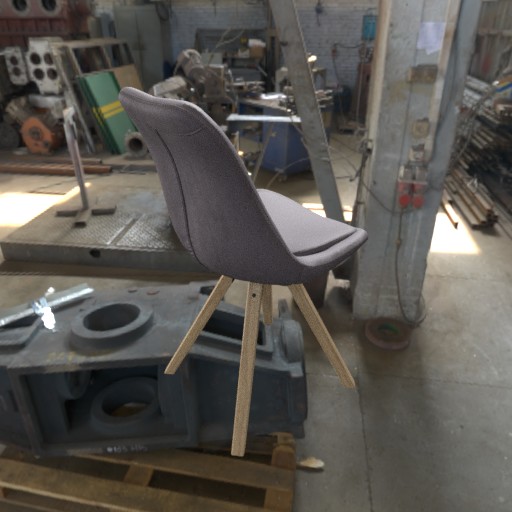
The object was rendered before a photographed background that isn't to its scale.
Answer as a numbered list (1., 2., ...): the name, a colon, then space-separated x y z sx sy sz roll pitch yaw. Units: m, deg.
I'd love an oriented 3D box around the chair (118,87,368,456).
1. chair: 0.000 0.000 1.187 0.547 0.865 0.483 -19 33 -32
